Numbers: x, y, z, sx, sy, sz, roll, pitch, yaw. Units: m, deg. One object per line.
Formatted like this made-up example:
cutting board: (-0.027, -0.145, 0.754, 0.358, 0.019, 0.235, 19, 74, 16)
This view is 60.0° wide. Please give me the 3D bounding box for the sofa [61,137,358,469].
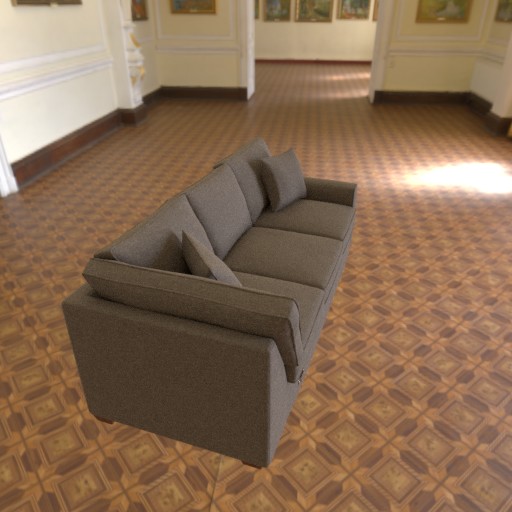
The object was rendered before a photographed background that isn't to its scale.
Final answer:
sofa: (0.000, 0.000, 2.887, 1.061, 0.962, 2.317, 10, 31, 17)
